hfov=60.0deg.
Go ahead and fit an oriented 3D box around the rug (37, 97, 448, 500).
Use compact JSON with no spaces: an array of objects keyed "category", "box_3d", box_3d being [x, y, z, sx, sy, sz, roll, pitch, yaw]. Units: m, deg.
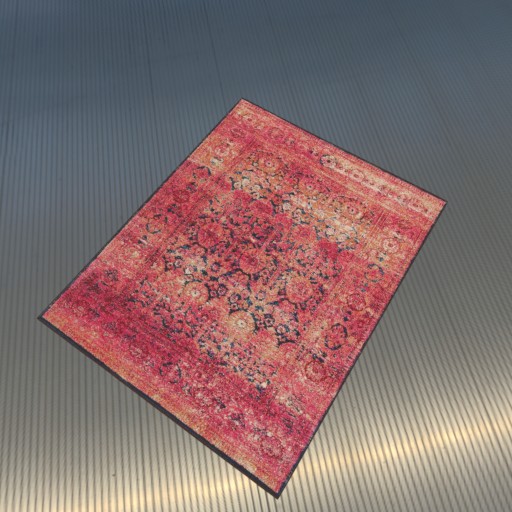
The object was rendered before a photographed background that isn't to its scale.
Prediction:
[{"category":"rug","box_3d":[0.000,0.000,3.987,2.411,0.020,3.032,31,68,14]}]
